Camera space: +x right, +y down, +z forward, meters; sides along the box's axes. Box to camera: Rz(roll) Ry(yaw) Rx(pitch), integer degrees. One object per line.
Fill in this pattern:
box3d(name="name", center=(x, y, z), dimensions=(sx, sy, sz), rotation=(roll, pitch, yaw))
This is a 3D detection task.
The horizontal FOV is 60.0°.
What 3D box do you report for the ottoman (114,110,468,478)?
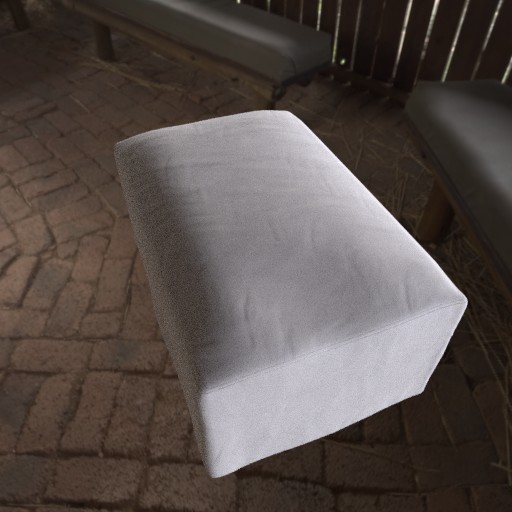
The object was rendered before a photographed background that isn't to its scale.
box3d(name="ottoman", center=(0.000, 0.000, 1.188), dimensions=(0.590, 0.444, 0.872), rotation=(-16, 48, -15))
